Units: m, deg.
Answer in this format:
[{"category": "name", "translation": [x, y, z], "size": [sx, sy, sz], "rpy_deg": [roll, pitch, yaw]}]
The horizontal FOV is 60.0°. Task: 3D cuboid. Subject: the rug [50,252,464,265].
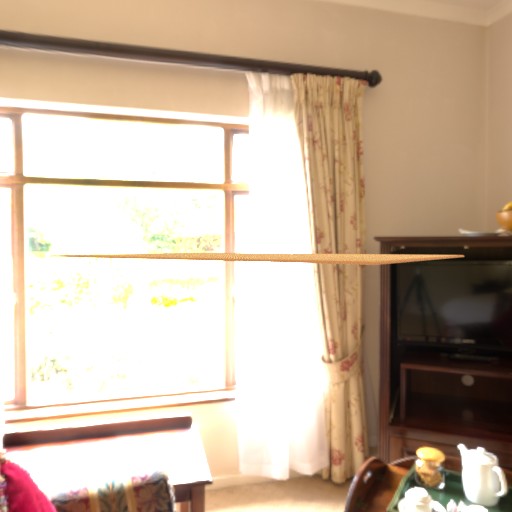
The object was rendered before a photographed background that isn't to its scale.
[{"category": "rug", "translation": [0.000, 0.000, 2.786], "size": [2.134, 0.013, 1.524], "rpy_deg": [1, 1, 36]}]
